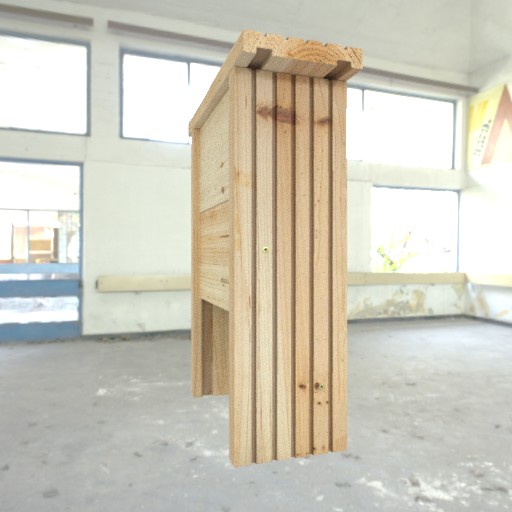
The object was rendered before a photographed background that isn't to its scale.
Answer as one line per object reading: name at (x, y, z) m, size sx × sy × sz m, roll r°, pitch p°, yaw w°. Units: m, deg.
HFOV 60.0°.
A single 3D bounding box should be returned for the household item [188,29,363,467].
household item at (0.000, 0.000, 0.558) m, size 0.123 × 0.407 × 0.301 m, roll 0°, pitch 0°, yaw -18°
